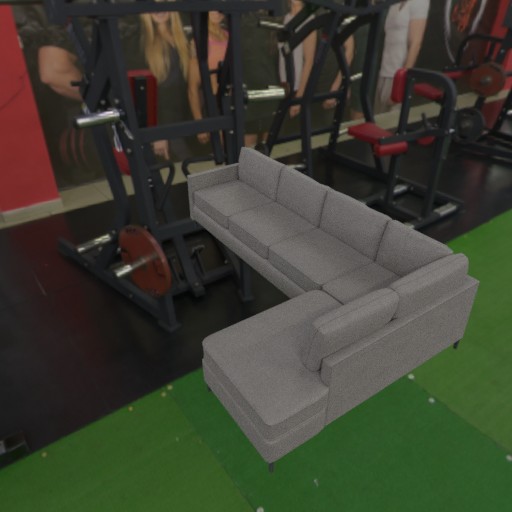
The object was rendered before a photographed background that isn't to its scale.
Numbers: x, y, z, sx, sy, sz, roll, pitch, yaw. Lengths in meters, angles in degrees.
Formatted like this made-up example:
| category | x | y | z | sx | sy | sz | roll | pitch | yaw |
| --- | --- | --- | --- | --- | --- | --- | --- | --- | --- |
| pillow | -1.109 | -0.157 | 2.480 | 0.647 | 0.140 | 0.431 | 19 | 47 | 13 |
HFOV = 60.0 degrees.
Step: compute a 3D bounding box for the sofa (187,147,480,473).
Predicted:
| category | x | y | z | sx | sy | sz | roll | pitch | yaw |
| --- | --- | --- | --- | --- | --- | --- | --- | --- | --- |
| sofa | 0.000 | 0.000 | 4.275 | 2.077 | 0.964 | 3.331 | -20 | 38 | -28 |
